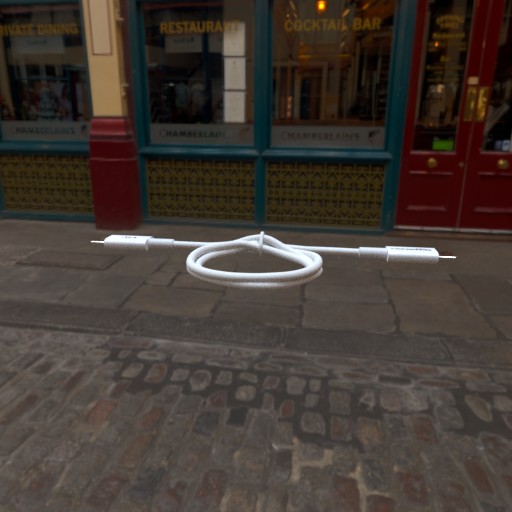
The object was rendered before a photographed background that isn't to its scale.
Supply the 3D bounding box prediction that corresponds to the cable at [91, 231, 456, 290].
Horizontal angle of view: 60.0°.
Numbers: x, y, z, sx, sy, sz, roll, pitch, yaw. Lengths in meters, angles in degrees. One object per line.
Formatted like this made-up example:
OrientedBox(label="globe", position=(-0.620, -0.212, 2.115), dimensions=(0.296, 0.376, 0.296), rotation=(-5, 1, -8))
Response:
OrientedBox(label="cable", position=(0.000, 0.000, 0.224), dimensions=(0.203, 0.014, 0.070), rotation=(3, 17, 8))
